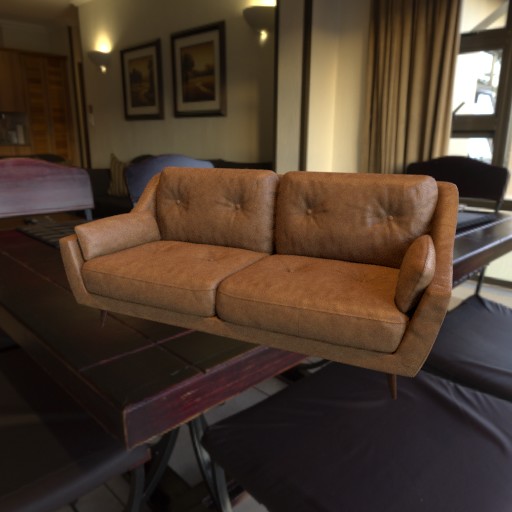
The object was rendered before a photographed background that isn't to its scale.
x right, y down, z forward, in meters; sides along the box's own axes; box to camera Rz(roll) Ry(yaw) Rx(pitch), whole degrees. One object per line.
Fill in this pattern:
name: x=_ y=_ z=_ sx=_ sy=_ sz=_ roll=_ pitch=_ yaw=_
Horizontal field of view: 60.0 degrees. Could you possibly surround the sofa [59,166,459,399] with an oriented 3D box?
sofa: x=0.000 y=0.000 z=2.300 sx=1.902 sy=0.839 sz=0.904 roll=7 pitch=17 yaw=25
